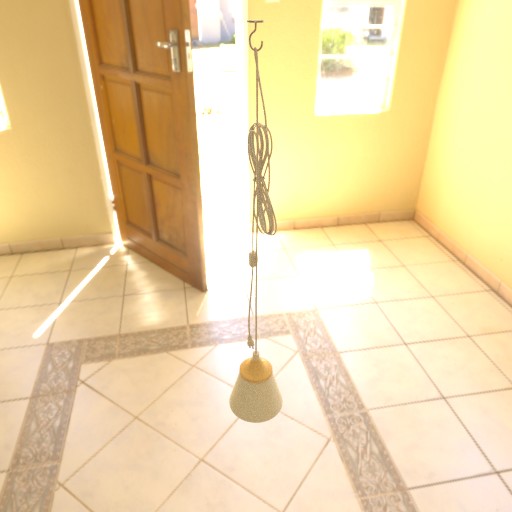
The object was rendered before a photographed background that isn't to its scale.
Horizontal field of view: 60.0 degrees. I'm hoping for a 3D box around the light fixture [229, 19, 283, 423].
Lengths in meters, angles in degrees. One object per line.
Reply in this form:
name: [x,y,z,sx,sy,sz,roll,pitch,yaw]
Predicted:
light fixture: [0.000,0.000,1.027,0.153,0.966,0.153,-11,32,-17]
